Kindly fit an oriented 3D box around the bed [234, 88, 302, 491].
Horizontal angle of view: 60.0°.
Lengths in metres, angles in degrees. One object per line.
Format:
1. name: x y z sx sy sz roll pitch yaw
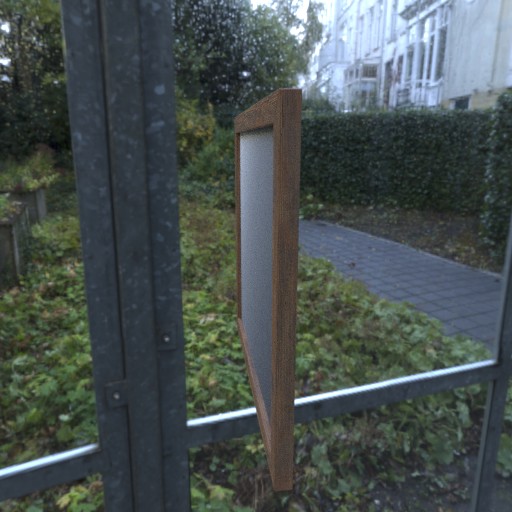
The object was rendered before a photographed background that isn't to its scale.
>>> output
1. bed: 0.000 0.000 1.487 0.046 0.942 1.046 -2 14 -7
